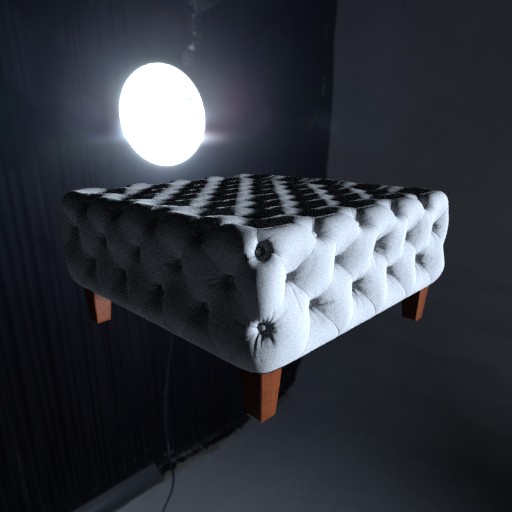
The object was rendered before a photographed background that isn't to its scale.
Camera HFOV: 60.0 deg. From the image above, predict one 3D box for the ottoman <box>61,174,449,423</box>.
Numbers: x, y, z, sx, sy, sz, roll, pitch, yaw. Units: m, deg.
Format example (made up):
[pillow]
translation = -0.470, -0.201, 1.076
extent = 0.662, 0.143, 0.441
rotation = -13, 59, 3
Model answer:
[ottoman]
translation = 0.000, 0.000, 1.191
extent = 0.758, 0.365, 0.764
rotation = 15, 22, 42
